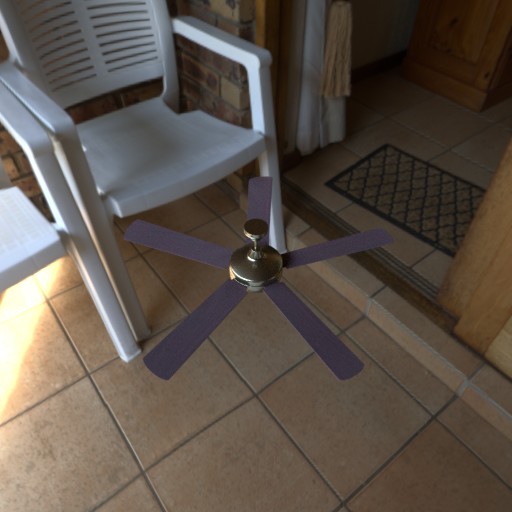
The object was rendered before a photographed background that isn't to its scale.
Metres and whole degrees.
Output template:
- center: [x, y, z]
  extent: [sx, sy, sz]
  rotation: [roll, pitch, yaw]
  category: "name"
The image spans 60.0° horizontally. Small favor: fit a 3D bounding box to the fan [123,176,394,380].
- center: [0.000, 0.000, 2.006]
  extent: [1.321, 0.356, 1.321]
  rotation: [-34, 55, -28]
  category: "fan"
